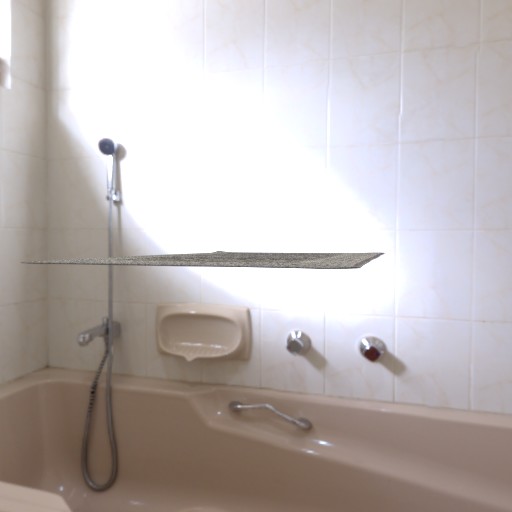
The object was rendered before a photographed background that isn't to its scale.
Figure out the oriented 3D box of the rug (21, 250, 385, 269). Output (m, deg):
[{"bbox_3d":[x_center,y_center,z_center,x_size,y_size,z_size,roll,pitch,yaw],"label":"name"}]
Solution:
[{"bbox_3d":[0.000,0.000,2.286,1.209,0.019,1.828,1,2,19],"label":"rug"}]
